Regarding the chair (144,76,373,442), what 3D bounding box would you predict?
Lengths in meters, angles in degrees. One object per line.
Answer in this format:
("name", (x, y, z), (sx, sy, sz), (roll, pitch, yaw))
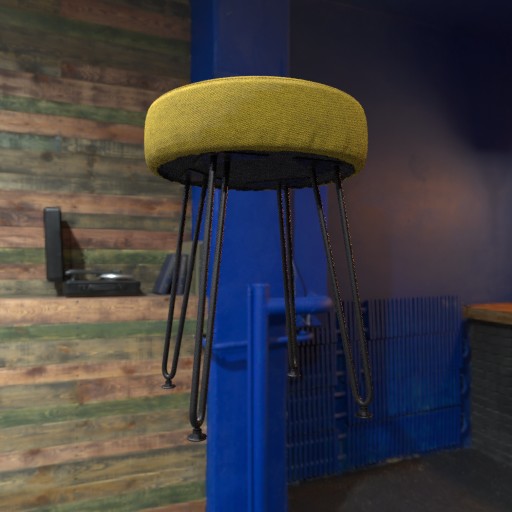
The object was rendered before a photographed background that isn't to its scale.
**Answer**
("chair", (0.000, 0.000, 0.703), (0.345, 0.455, 0.345), (0, -1, -19))
